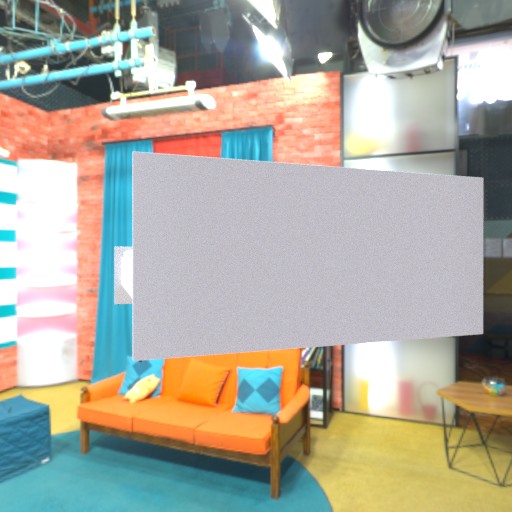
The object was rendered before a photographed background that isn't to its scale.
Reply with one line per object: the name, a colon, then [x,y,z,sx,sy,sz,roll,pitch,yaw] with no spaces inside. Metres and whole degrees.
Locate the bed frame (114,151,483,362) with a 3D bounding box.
bed frame: [0.000,0.000,2.934,1.720,0.800,2.060,0,0,-20]
